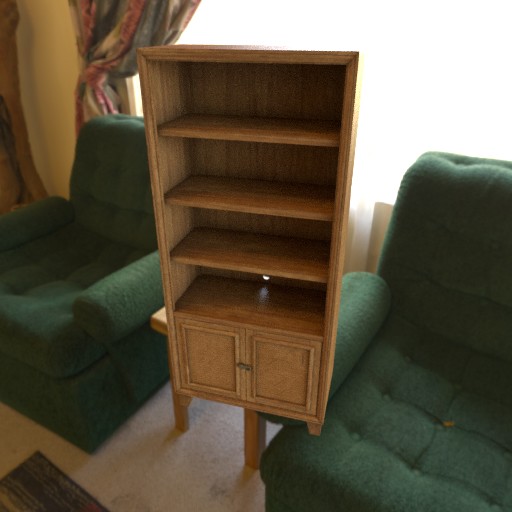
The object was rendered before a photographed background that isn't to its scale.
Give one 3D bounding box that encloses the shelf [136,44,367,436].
[{"bbox_3d":[0.000,0.000,2.263,0.864,1.930,0.453,7,28,14],"label":"shelf"}]
